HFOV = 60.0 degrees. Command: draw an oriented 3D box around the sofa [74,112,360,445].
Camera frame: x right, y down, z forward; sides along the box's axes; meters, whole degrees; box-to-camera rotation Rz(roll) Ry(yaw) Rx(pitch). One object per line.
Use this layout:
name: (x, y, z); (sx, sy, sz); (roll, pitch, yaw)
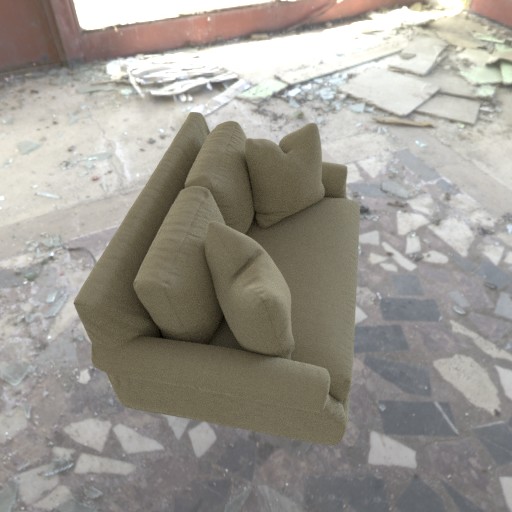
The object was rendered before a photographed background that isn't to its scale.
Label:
sofa: (0.000, 0.000, 2.231); (1.070, 0.905, 1.550); (8, 46, 8)
